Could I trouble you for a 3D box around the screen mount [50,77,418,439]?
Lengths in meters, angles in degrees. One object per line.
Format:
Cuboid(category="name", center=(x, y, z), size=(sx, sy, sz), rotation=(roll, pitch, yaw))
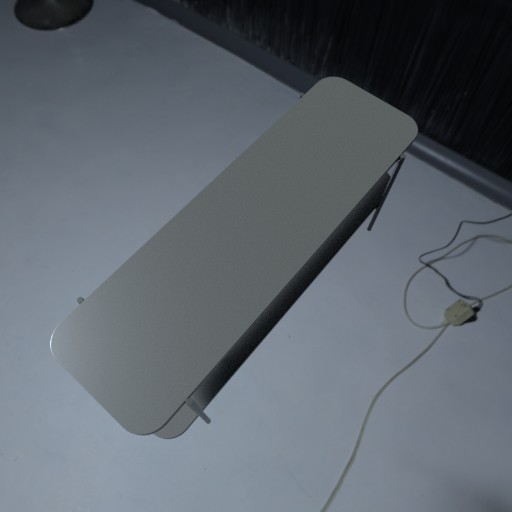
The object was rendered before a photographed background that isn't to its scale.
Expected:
Cuboid(category="screen mount", center=(0.000, 0.000, 1.425), size=(0.400, 0.447, 1.200), rotation=(37, 70, 16))
